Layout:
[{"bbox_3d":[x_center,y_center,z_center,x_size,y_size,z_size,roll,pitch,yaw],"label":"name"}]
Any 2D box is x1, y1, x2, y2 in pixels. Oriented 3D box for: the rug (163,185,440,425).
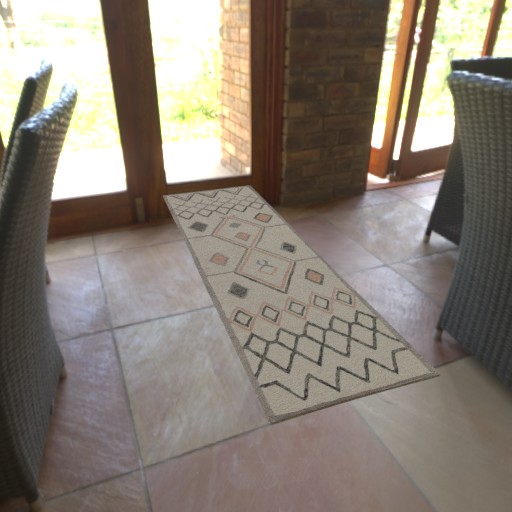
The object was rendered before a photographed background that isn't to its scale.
[{"bbox_3d":[0.000,0.000,2.714,0.750,0.011,2.435,-10,30,-17],"label":"rug"}]
